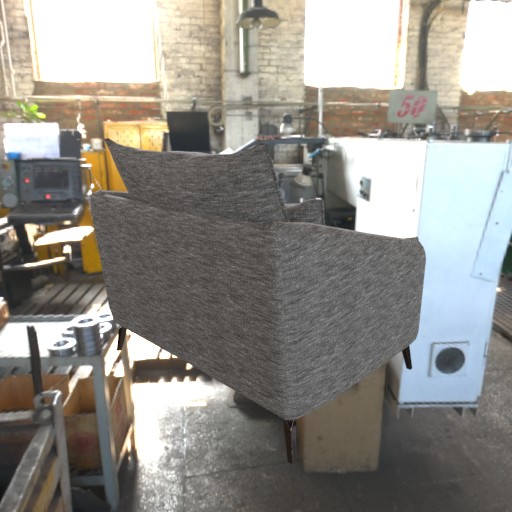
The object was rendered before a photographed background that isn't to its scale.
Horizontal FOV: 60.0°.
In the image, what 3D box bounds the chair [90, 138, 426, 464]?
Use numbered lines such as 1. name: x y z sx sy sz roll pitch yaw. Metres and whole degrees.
1. chair: 0.000 0.000 1.637 1.004 0.842 0.805 15 21 42
